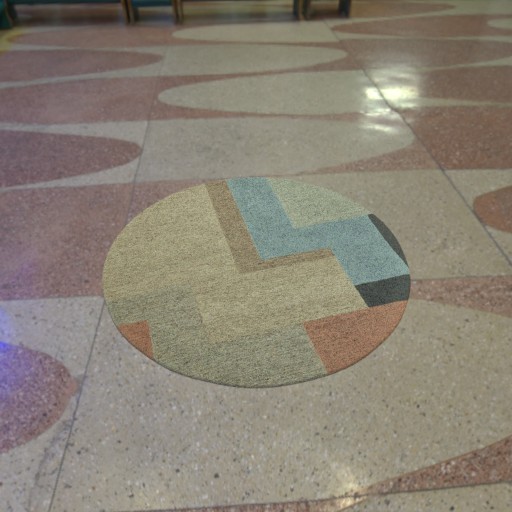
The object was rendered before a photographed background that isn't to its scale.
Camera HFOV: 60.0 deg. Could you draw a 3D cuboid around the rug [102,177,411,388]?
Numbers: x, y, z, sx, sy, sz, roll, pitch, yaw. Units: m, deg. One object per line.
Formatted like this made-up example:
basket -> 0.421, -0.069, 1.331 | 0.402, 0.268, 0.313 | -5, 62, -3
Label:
rug -> 0.000, 0.000, 3.650 | 2.461, 0.033, 2.461 | 0, 41, 0
